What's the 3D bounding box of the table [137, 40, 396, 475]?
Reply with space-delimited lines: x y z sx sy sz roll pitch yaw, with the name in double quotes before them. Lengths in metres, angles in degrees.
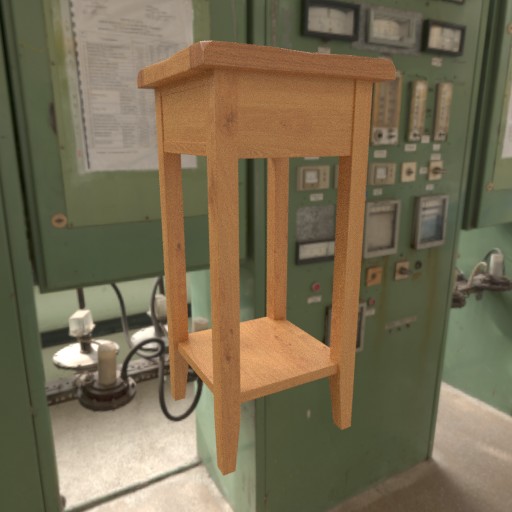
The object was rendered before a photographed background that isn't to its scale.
"table" 0.000 0.000 0.932 0.360 0.740 0.360 -8 17 -28
